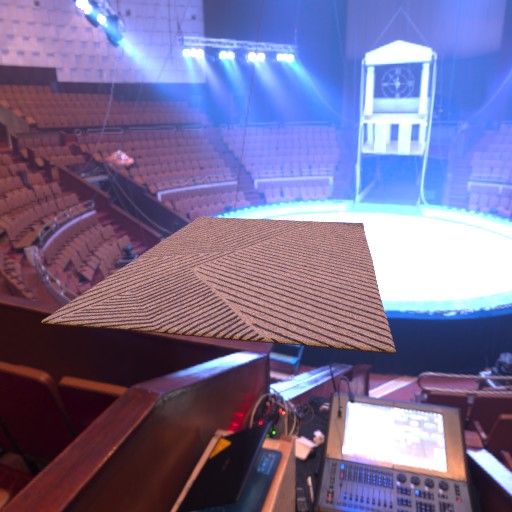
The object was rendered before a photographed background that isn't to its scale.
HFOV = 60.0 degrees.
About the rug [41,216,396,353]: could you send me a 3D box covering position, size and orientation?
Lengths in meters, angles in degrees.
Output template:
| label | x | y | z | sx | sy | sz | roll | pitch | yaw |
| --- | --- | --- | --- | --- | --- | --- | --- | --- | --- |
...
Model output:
| label | x | y | z | sx | sy | sz | roll | pitch | yaw |
| --- | --- | --- | --- | --- | --- | --- | --- | --- | --- |
| rug | 0.000 | 0.000 | 2.988 | 1.539 | 0.023 | 2.406 | 3 | 17 | 10 |
